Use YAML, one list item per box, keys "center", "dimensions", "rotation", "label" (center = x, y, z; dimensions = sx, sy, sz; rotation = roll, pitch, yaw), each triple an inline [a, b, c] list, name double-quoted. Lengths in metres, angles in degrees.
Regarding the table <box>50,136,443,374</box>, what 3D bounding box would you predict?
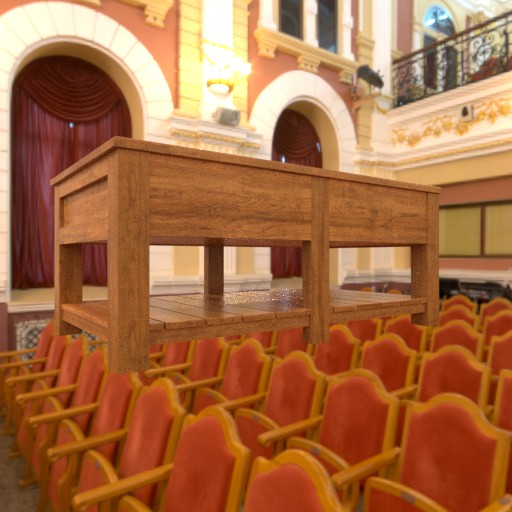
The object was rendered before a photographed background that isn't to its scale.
- center: [0.000, 0.000, 1.474]
  dimensions: [1.150, 0.480, 0.635]
  rotation: [0, 0, -36]
  label: "table"
